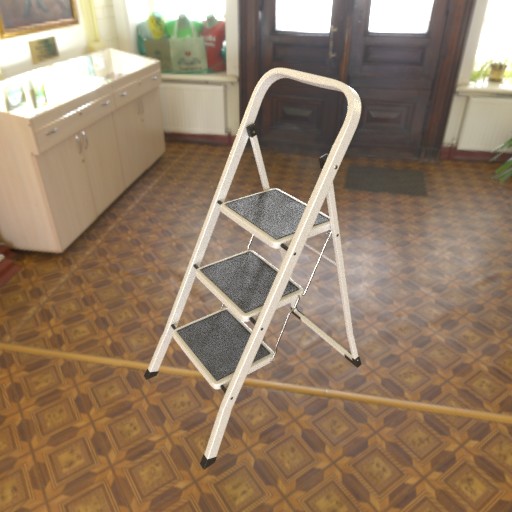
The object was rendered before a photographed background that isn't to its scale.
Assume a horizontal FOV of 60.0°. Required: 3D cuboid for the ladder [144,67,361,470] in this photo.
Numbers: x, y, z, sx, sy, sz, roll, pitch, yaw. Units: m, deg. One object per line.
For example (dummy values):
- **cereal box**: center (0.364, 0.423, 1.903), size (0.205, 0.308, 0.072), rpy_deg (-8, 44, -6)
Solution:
- **ladder**: center (0.000, 0.000, 1.403), size (0.711, 1.050, 0.460), rpy_deg (-20, 38, -29)
